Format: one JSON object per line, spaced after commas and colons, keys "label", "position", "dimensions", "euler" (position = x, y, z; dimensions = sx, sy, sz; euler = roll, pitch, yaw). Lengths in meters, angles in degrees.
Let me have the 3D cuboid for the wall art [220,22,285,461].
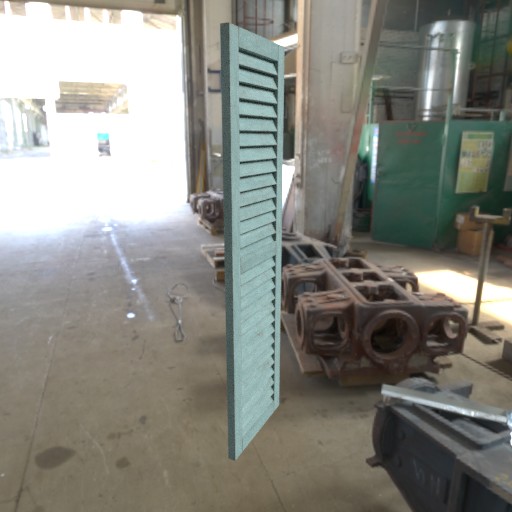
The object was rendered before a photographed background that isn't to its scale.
{"label": "wall art", "position": [0.000, 0.000, 1.346], "dimensions": [0.025, 1.219, 0.329], "euler": [8, 17, 26]}
